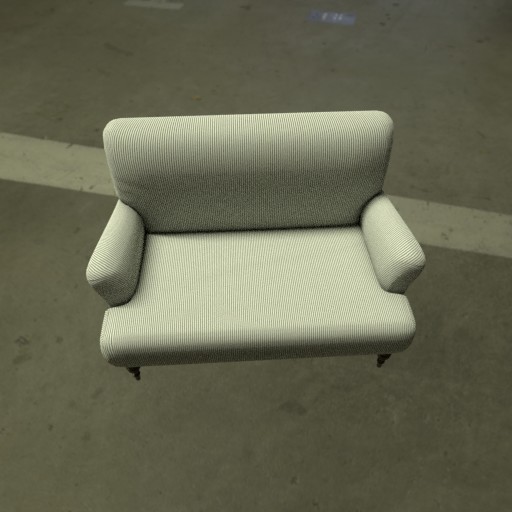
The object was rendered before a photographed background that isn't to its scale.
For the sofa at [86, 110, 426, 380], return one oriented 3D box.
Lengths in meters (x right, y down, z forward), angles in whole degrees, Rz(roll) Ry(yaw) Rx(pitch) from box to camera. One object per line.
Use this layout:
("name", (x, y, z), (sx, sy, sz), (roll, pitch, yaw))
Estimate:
("sofa", (0.000, 0.000, 1.870), (1.297, 0.889, 0.779), (-2, 47, -2))
